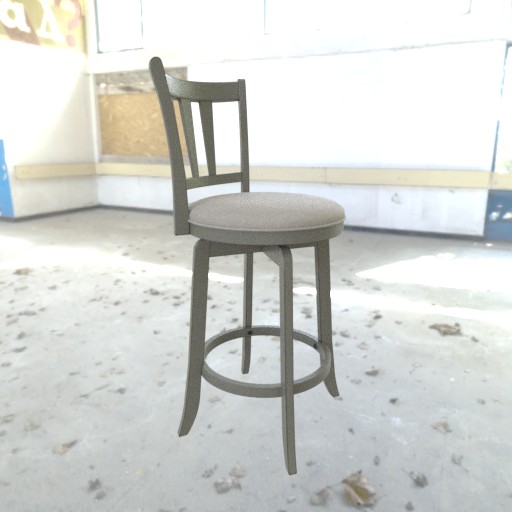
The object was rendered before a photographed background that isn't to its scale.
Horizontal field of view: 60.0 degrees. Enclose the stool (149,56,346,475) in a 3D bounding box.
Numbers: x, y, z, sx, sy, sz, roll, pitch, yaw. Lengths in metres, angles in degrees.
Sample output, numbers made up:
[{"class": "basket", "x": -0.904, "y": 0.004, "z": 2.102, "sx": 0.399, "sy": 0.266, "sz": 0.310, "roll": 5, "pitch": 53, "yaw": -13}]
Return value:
[{"class": "stool", "x": 0.000, "y": 0.000, "z": 1.246, "sx": 0.486, "sy": 0.994, "sz": 0.450, "roll": 7, "pitch": 16, "yaw": 25}]
